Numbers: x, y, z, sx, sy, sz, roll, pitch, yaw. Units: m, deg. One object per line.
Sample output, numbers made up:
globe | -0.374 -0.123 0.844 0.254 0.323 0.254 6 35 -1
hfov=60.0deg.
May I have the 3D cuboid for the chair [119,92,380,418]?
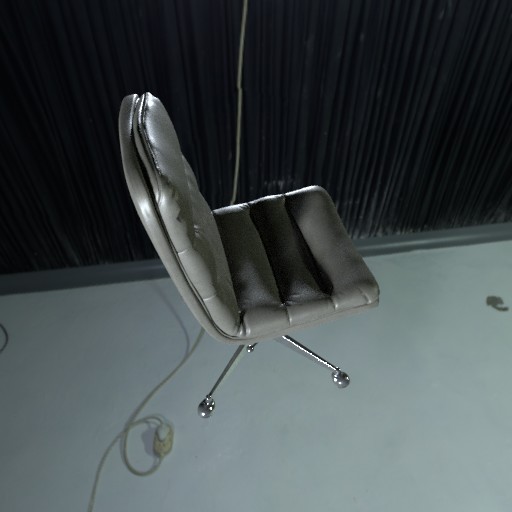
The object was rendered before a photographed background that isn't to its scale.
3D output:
chair | 0.000 0.000 1.060 0.485 0.738 0.422 -10 47 -9
